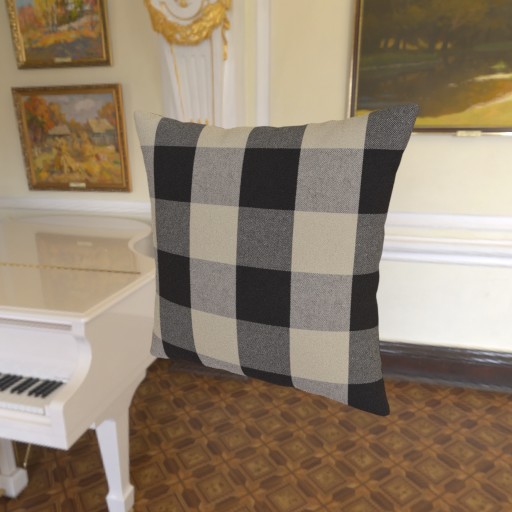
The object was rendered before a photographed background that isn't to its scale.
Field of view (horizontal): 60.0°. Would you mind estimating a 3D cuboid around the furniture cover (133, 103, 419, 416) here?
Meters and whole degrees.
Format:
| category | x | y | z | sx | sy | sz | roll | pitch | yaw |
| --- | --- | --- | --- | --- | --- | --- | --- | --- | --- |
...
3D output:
| category | x | y | z | sx | sy | sz | roll | pitch | yaw |
| --- | --- | --- | --- | --- | --- | --- | --- | --- | --- |
| furniture cover | 0.000 | 0.000 | 0.798 | 0.511 | 0.509 | 0.161 | 7 | 17 | 25 |
